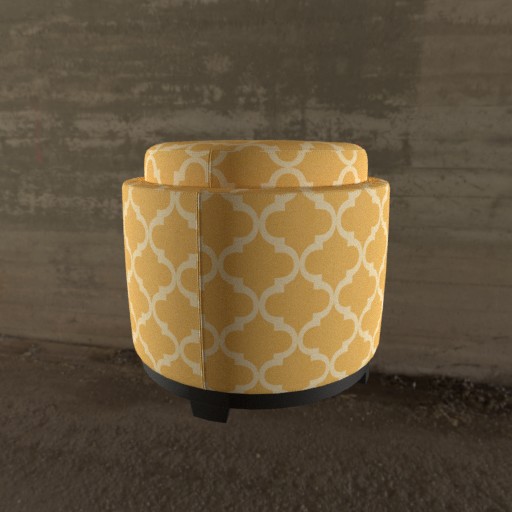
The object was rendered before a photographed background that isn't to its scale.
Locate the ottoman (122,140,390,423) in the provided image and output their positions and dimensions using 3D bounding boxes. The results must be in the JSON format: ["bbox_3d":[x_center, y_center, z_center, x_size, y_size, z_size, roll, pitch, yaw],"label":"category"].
[{"bbox_3d":[0.000,0.000,0.849,0.480,0.429,0.480,0,14,0],"label":"ottoman"}]
